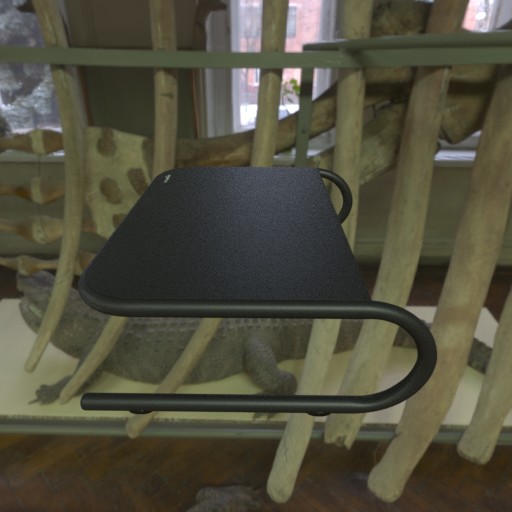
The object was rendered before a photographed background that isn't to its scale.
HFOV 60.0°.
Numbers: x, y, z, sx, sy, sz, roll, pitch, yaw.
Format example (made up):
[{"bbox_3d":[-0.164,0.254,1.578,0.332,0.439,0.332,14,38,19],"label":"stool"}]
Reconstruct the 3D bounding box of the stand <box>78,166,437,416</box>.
[{"bbox_3d":[0.000,0.000,0.499,0.280,0.108,0.370,0,26,1],"label":"stand"}]
